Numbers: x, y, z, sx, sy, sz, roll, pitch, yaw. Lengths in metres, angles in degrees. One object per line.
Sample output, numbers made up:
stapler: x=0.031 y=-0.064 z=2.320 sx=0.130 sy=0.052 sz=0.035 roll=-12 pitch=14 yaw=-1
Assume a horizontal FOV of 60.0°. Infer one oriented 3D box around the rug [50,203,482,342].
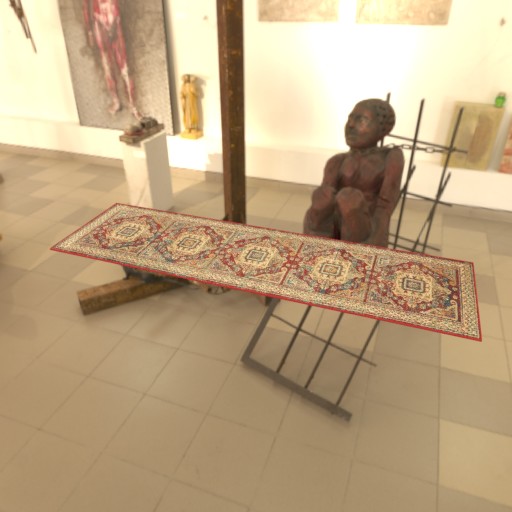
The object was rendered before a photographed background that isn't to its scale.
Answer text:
rug: x=0.000 y=0.000 z=2.489 sx=2.292 sy=0.015 sz=0.659 roll=11 pitch=33 yaw=17
